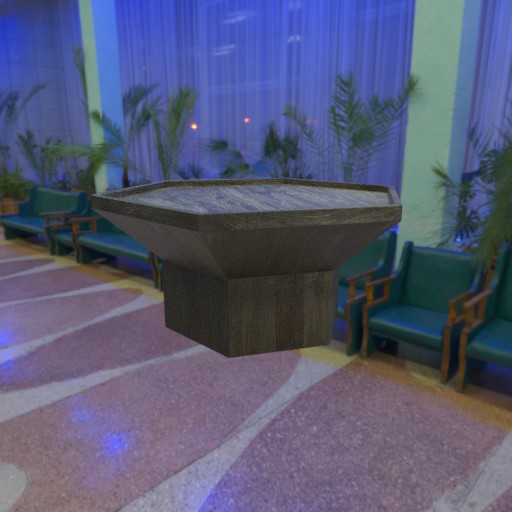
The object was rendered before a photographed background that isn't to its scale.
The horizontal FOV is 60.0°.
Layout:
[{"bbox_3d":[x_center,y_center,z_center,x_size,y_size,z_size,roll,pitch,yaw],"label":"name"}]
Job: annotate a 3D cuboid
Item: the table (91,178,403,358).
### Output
[{"bbox_3d":[0.000,0.000,1.644,1.115,0.488,0.966,14,20,43],"label":"table"}]
